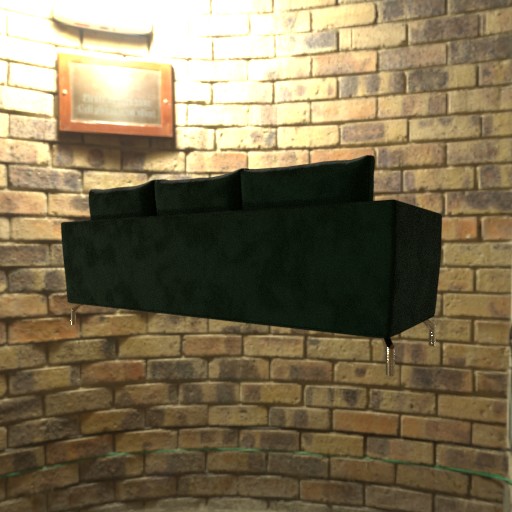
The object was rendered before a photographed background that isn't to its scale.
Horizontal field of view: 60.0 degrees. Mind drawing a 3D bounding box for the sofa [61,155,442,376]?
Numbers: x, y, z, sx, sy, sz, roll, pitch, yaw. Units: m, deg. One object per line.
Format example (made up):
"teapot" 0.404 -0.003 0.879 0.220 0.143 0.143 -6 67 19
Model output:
"sofa" 0.000 0.000 3.123 2.441 1.007 1.489 0 1 35
